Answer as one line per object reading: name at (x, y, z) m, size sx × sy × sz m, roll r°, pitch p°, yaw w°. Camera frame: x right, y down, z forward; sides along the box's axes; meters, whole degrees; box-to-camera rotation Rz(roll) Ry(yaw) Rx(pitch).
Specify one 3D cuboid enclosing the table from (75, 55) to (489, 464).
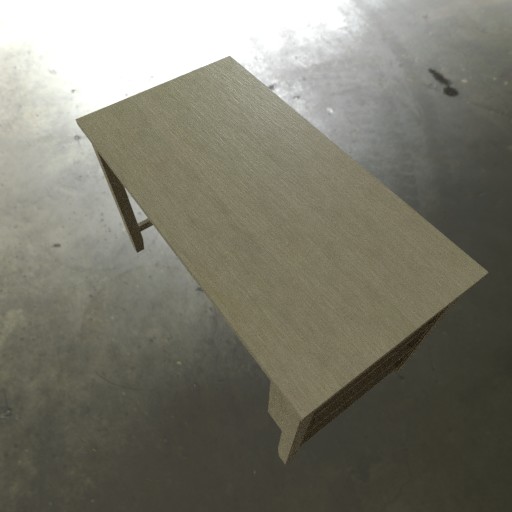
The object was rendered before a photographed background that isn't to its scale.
table at (0.000, 0.000, 1.901) m, size 0.729 × 0.874 × 1.397 m, roll -31°, pitch 62°, yaw -19°
